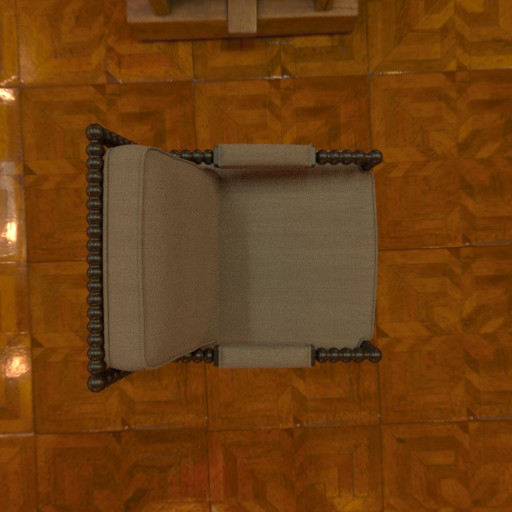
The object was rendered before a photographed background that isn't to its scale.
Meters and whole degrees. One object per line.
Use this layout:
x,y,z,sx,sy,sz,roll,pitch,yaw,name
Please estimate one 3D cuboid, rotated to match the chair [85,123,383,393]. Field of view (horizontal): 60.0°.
0.000,0.000,1.125,0.622,0.661,0.540,0,91,0,chair
